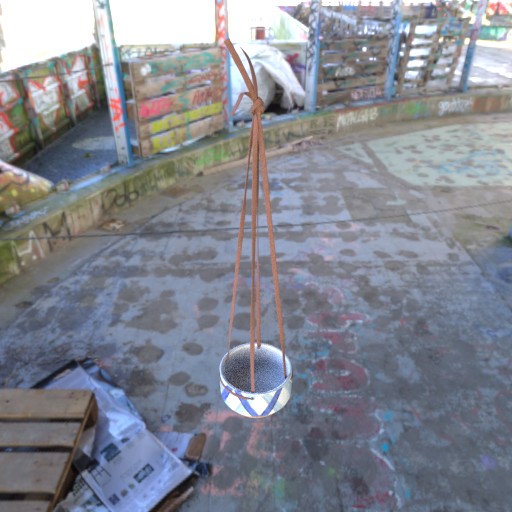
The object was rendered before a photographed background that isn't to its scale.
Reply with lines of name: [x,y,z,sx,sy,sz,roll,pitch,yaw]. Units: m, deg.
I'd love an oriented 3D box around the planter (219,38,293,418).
planter: [0.000,0.000,0.843,0.166,0.751,0.166,0,31,-1]
